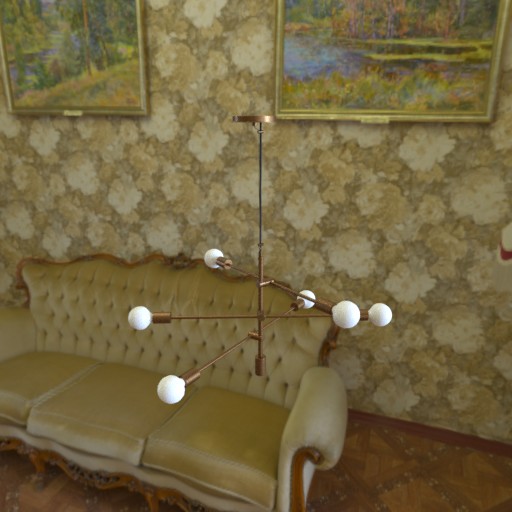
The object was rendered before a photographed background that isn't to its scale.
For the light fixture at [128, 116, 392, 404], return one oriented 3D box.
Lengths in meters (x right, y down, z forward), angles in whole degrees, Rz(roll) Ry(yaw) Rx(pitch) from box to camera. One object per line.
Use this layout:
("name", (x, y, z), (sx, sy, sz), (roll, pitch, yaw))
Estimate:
("light fixture", (0.000, 0.000, 1.238), (0.682, 0.744, 0.637), (-8, 19, -26))
